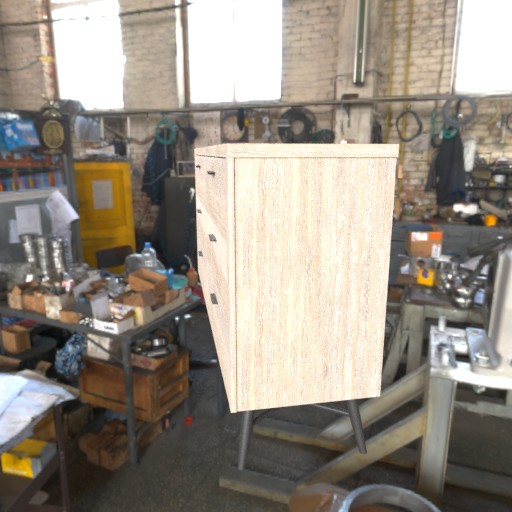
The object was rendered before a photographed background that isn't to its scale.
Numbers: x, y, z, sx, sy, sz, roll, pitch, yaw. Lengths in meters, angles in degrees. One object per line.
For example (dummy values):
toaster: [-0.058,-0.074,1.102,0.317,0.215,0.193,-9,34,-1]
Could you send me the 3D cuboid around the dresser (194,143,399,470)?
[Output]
dresser: [0.000,0.000,1.920,0.457,0.914,1.524,-2,13,-10]
